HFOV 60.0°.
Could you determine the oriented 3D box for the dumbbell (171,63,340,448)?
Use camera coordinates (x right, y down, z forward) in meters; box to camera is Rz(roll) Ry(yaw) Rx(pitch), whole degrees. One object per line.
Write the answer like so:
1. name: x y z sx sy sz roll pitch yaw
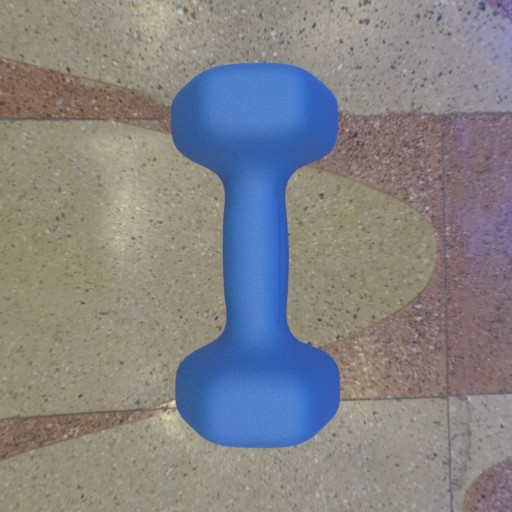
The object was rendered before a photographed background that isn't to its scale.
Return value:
1. dumbbell: 0.000 0.000 0.269 0.103 0.093 0.212 0 91 1
